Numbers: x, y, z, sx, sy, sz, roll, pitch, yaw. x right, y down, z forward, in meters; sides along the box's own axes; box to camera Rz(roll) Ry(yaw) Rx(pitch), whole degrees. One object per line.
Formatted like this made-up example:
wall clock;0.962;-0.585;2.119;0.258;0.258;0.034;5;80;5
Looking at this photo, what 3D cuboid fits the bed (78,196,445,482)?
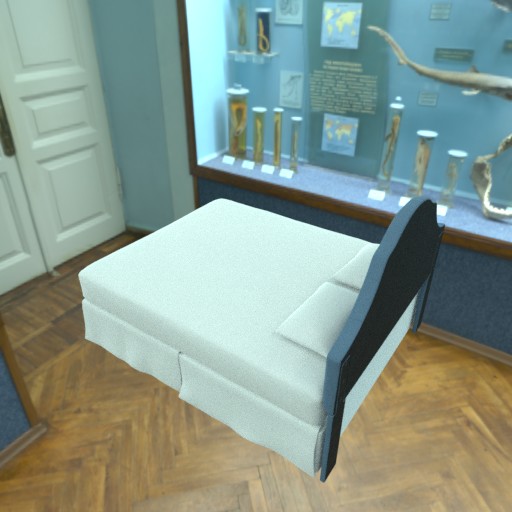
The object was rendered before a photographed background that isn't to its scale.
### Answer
bed;0.000;0.000;3.748;2.477;1.617;2.039;20;37;30
